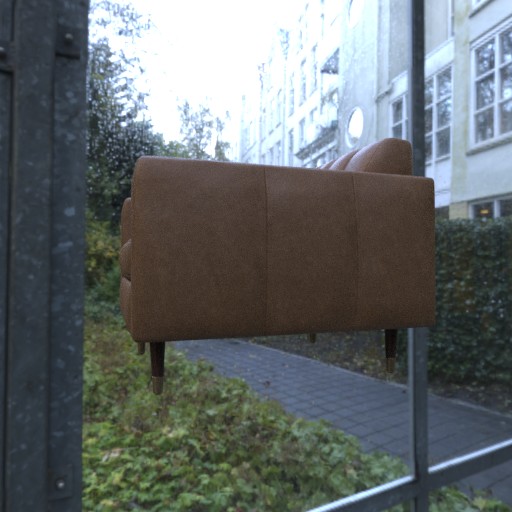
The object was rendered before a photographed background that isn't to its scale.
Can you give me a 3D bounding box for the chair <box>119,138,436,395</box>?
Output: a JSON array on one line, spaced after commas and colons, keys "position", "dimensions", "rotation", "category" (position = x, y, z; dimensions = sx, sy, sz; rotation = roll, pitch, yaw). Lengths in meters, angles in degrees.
[{"position": [0.000, 0.000, 1.717], "dimensions": [0.998, 0.819, 0.953], "rotation": [0, -1, -19], "category": "chair"}]
